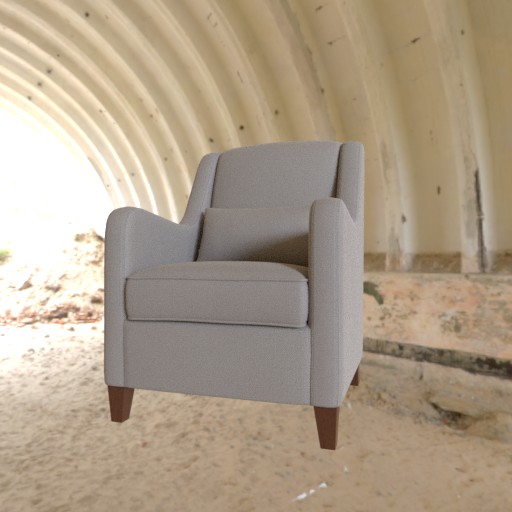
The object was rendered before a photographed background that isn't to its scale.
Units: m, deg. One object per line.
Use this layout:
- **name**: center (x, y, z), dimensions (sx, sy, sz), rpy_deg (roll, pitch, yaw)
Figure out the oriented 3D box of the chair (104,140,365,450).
- **chair**: center (0.000, 0.000, 1.612), dimensions (0.715, 1.010, 0.863), rpy_deg (0, -1, 18)
